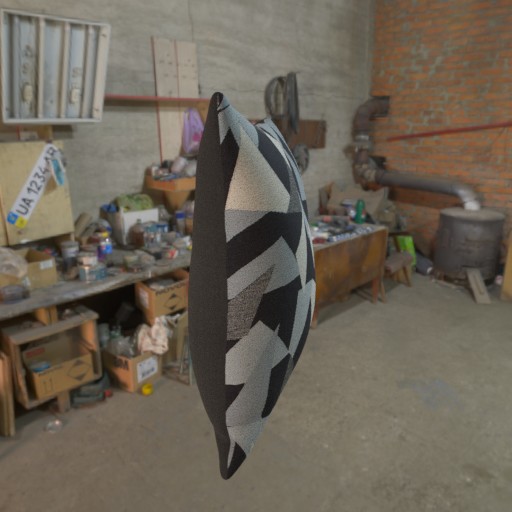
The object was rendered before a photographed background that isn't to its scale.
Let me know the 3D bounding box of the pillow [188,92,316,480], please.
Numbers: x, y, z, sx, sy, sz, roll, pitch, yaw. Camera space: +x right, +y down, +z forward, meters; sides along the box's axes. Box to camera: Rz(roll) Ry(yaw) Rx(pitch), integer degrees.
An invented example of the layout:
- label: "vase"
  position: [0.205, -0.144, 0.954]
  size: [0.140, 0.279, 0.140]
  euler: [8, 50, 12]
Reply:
- label: "pillow"
  position: [0.000, 0.000, 0.768]
  size: [0.208, 0.496, 0.503]
  euler: [2, 16, 8]
